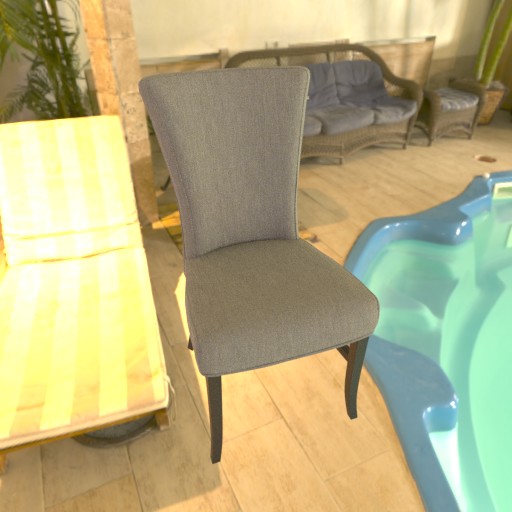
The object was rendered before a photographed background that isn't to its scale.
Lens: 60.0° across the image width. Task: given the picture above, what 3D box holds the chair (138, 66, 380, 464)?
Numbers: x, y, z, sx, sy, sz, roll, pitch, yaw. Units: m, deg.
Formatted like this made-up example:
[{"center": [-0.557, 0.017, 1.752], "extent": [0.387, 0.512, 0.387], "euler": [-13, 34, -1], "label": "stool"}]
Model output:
[{"center": [0.000, 0.000, 1.360], "extent": [0.520, 0.991, 0.660], "euler": [-11, 34, -16], "label": "chair"}]
